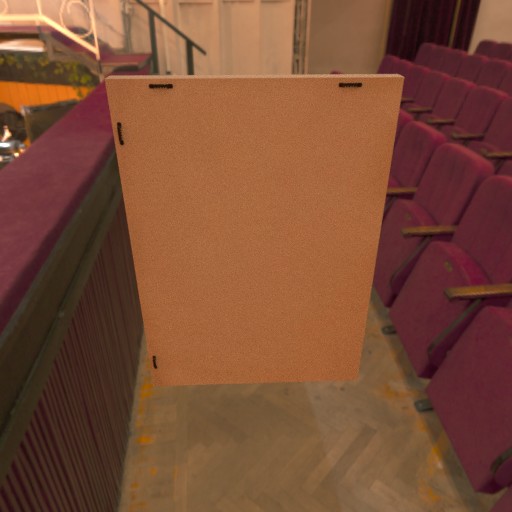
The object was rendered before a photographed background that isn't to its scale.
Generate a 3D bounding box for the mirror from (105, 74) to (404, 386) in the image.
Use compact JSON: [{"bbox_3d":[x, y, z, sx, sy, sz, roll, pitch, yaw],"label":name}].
[{"bbox_3d":[0.000,0.000,0.937,0.507,0.710,0.040,-1,30,-2],"label":"mirror"}]
